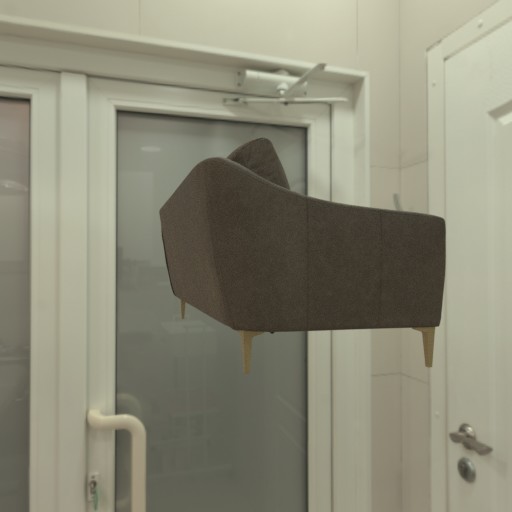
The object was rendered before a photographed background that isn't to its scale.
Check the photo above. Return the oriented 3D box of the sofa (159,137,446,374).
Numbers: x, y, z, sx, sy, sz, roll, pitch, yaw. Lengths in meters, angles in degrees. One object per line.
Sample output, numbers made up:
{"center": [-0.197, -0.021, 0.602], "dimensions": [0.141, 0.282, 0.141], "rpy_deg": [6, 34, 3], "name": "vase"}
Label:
{"center": [0.000, 0.000, 2.551], "dimensions": [0.960, 0.902, 2.036], "rpy_deg": [0, -1, -17], "name": "sofa"}
